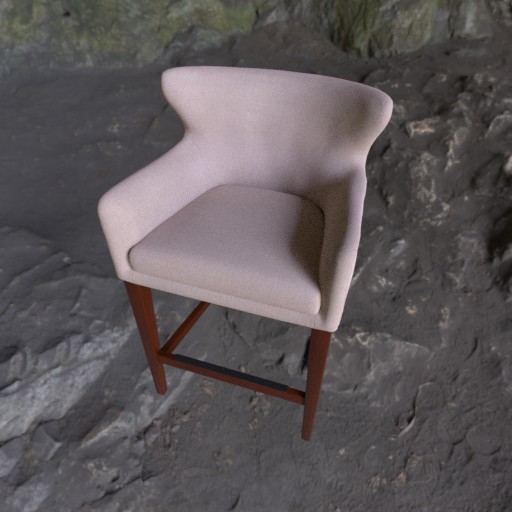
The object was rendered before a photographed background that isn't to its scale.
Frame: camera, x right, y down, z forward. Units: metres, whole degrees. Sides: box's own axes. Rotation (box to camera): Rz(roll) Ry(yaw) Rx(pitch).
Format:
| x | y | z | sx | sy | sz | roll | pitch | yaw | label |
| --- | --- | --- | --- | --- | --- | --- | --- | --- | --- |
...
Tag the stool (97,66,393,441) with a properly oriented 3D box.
| x | y | z | sx | sy | sz | roll | pitch | yaw | label |
| --- | --- | --- | --- | --- | --- | --- | --- | --- | --- |
| 0.000 | 0.000 | 1.323 | 0.601 | 0.951 | 0.570 | 12 | 42 | 14 | stool |
